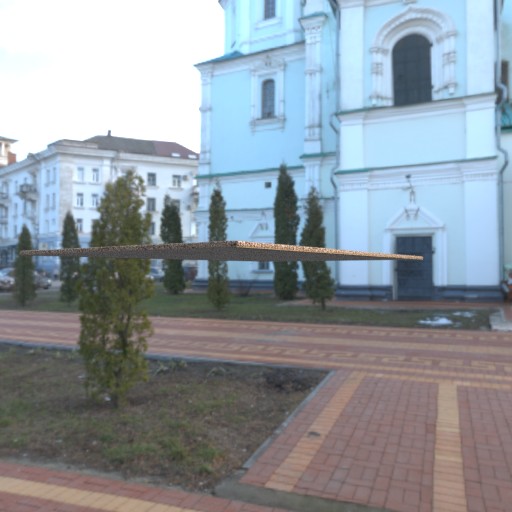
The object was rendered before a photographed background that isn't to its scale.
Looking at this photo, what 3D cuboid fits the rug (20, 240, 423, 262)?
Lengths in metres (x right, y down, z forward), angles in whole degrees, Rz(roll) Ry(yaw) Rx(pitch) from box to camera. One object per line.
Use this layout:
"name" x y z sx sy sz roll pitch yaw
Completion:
"rug" 0.000 0.000 3.429 1.778 0.030 2.743 -1 -2 36
